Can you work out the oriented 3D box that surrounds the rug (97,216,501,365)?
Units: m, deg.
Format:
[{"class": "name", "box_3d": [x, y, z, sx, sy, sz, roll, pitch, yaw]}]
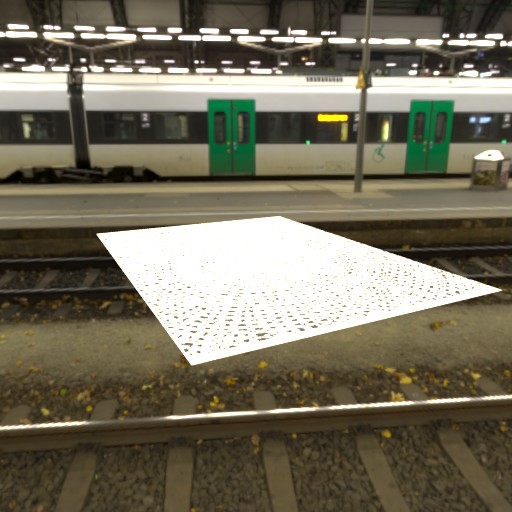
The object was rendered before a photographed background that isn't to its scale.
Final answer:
[{"class": "rug", "box_3d": [0.000, 0.000, 2.063, 1.190, 0.003, 1.634, -8, 18, -26]}]
